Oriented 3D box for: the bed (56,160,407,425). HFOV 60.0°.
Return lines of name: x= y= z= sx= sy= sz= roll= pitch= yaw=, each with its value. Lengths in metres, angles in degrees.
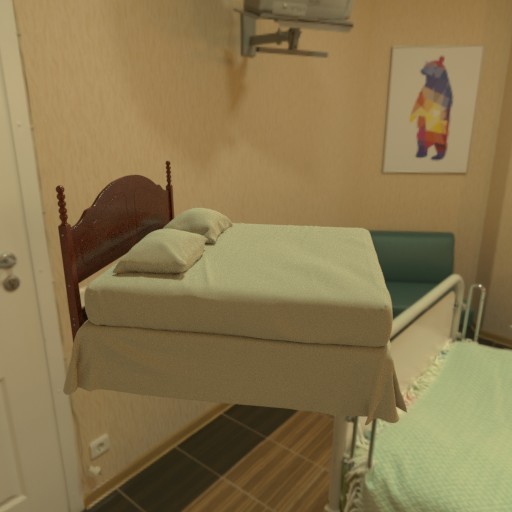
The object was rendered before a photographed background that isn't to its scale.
bed: x=0.000 y=0.000 z=3.637 sx=2.219 sy=1.355 sz=2.322 roll=3 pitch=17 yaw=10
